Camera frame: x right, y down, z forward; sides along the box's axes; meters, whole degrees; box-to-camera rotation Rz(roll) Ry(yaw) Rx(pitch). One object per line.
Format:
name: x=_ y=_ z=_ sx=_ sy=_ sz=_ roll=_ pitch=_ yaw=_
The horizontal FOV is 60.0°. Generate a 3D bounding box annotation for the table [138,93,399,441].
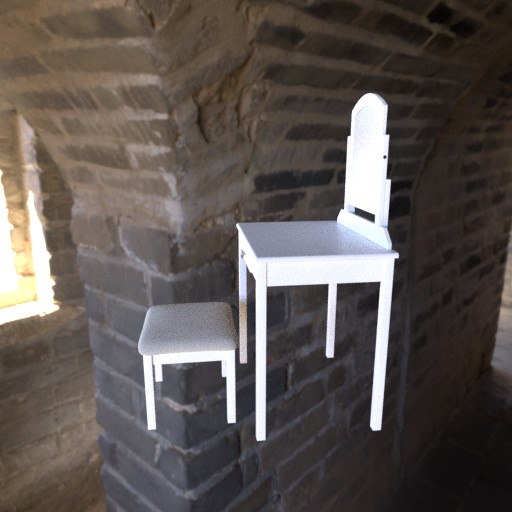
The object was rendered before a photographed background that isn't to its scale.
table: x=0.000 y=0.000 z=2.338 sx=1.211 sy=1.631 sz=0.876 roll=-2 pitch=14 yaw=-8
